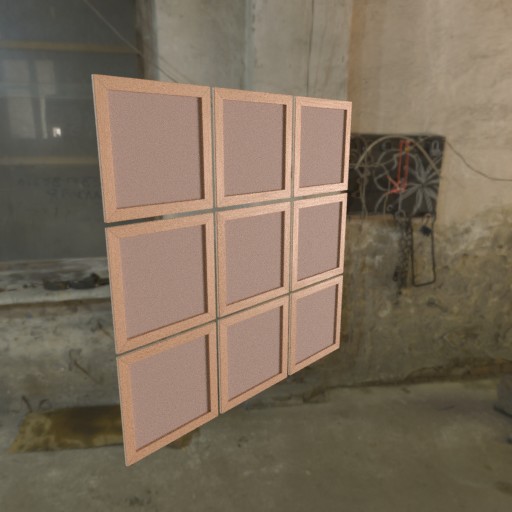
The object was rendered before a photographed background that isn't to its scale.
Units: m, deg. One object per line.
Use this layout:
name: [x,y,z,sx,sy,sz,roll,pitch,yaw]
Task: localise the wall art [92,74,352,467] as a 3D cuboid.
wall art: [0.000,0.000,2.158,0.014,1.507,1.519,14,20,43]
